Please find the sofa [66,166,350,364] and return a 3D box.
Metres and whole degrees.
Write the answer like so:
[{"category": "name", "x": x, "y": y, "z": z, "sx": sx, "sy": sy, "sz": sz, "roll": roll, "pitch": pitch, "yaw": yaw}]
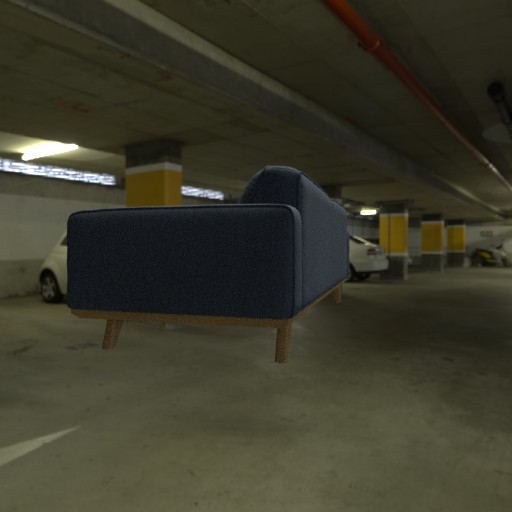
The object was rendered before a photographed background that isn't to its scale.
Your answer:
[{"category": "sofa", "x": 0.000, "y": 0.000, "z": 2.730, "sx": 0.953, "sy": 0.782, "sz": 2.270, "roll": 0, "pitch": 1, "yaw": 17}]
